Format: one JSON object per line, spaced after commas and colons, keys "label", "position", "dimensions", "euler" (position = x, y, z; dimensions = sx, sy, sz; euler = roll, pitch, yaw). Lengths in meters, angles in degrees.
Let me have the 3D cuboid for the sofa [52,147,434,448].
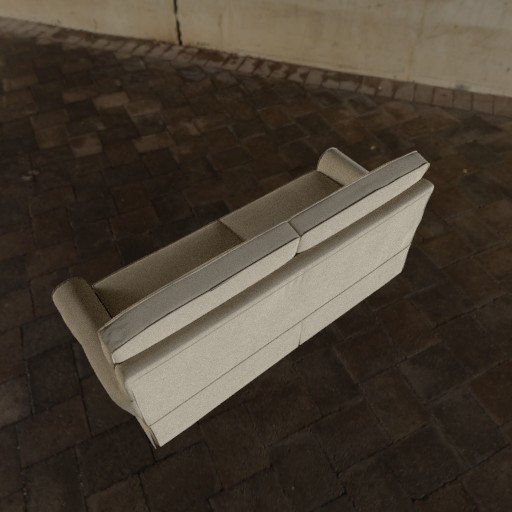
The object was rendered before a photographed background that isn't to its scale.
{"label": "sofa", "position": [0.000, 0.000, 2.751], "dimensions": [2.246, 1.014, 0.900], "euler": [-30, 55, -24]}
